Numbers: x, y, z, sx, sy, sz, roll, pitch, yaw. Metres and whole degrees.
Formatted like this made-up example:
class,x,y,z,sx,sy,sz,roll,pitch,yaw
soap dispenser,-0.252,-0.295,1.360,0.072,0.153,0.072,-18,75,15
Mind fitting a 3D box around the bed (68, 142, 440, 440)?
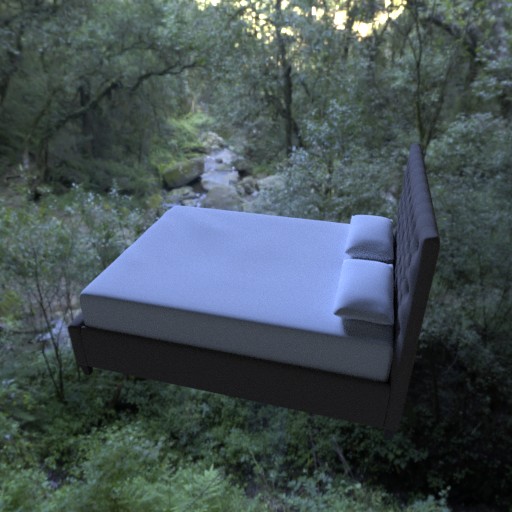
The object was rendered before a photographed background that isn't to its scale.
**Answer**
class,x,y,z,sx,sy,sz,roll,pitch,yaw
bed,0.000,0.000,3.330,2.233,1.426,1.696,8,31,13
